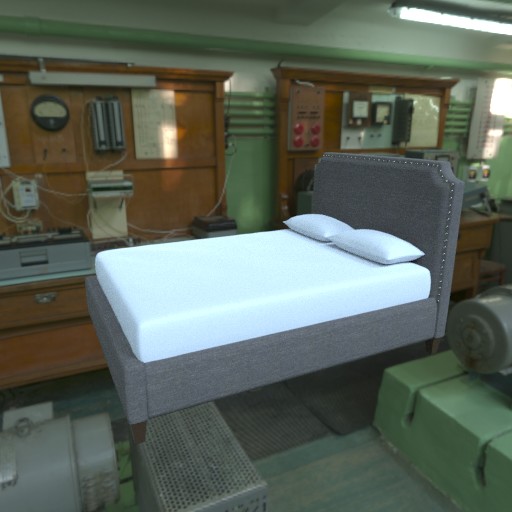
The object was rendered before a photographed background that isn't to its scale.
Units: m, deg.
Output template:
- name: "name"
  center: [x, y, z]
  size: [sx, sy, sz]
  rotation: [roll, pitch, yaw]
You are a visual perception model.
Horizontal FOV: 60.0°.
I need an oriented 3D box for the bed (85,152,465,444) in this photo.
- name: "bed"
  center: [0.000, 0.000, 3.445]
  size: [2.381, 1.457, 1.713]
  rotation: [-8, 18, -26]
